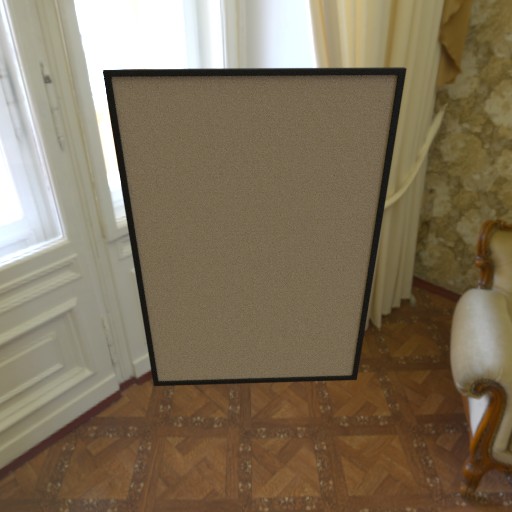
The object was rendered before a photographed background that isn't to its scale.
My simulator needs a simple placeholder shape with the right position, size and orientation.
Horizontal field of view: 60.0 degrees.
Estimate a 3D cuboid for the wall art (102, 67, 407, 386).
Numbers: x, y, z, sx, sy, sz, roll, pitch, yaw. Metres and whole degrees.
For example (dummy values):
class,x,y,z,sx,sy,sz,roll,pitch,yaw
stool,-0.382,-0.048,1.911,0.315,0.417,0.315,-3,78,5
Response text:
class,x,y,z,sx,sy,sz,roll,pitch,yaw
wall art,0.000,0.000,0.841,0.460,0.660,0.013,-1,31,-2
